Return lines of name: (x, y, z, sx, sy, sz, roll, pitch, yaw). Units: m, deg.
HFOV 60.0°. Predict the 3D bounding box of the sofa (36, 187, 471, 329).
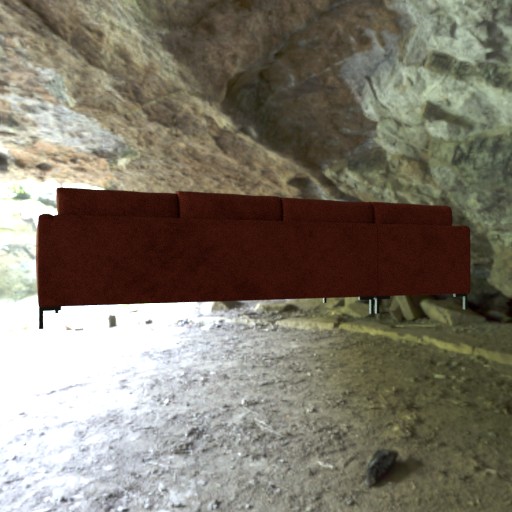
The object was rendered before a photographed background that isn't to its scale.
sofa: (0.000, 0.000, 2.877, 2.467, 0.663, 1.136, 0, 0, -19)
